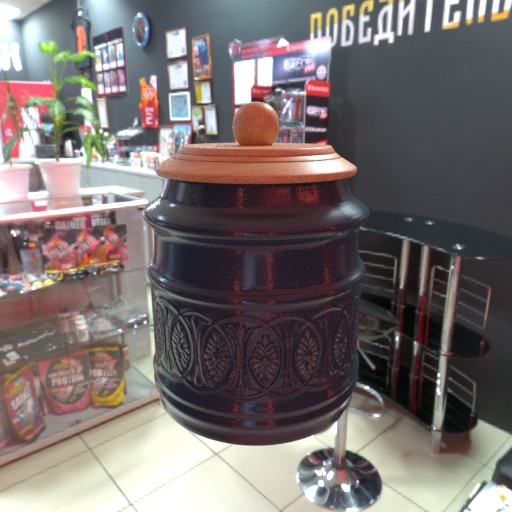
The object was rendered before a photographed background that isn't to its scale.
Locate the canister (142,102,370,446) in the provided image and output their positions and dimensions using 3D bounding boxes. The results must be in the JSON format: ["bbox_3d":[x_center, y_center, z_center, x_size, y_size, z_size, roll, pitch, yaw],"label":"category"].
[{"bbox_3d":[0.000,0.000,0.268,0.130,0.176,0.130,0,16,0],"label":"canister"}]
